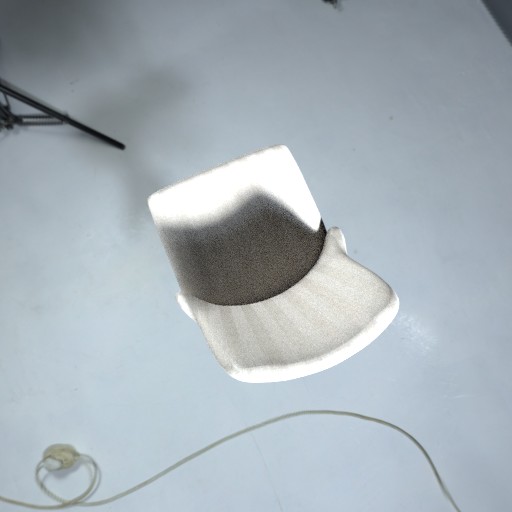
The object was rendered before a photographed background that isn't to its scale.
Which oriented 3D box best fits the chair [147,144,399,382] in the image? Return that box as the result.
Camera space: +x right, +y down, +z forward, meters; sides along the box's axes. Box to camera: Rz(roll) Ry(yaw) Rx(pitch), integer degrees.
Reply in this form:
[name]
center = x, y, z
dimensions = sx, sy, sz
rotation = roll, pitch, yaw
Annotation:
[chair]
center = 0.000, 0.000, 1.302
dimensions = 0.526, 0.917, 0.684
rotation = -23, 77, -5
